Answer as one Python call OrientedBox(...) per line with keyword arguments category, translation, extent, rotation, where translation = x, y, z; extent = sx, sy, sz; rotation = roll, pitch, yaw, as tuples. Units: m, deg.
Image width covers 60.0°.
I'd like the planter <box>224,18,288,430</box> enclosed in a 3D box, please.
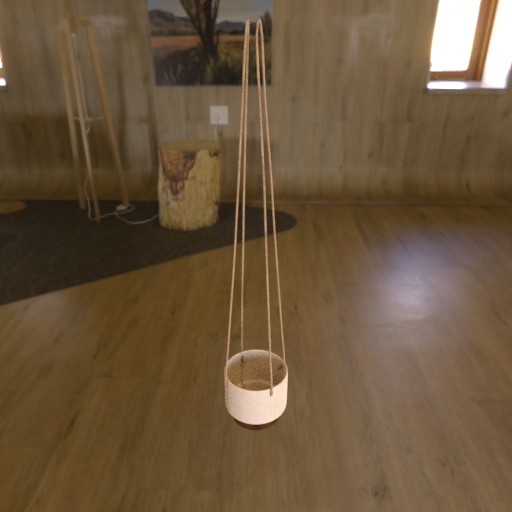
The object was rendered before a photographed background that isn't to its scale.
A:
OrientedBox(category="planter", translation=(0.000, 0.000, 0.889), extent=(0.146, 0.841, 0.146), rotation=(8, 27, 16))
